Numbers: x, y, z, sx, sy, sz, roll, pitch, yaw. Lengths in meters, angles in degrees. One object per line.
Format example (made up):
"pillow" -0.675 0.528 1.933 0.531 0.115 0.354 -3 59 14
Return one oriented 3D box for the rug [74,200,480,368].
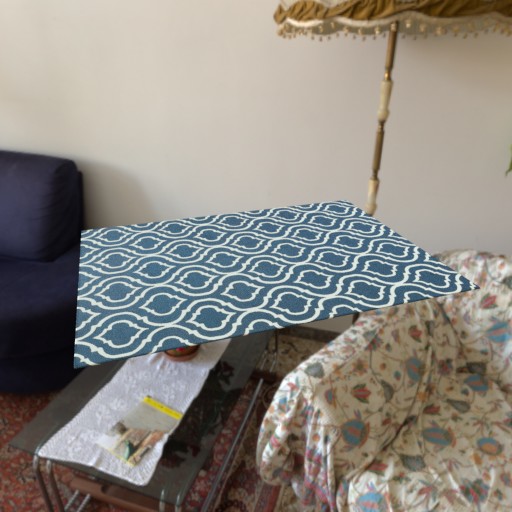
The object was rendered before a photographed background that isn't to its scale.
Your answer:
"rug" 0.000 0.000 4.452 3.353 0.010 2.438 -8 28 -16
